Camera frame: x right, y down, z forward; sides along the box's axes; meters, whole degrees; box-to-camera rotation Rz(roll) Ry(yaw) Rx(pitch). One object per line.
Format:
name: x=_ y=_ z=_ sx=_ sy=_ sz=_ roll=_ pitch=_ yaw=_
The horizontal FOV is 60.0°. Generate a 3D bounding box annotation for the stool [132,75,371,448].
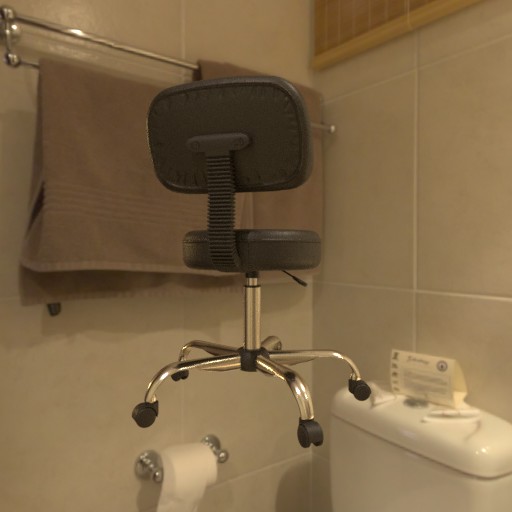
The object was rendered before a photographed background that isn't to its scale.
stool: x=0.000 y=0.000 z=1.338 sx=0.673 sy=0.862 sz=0.648 roll=0 pitch=1 yaw=17
